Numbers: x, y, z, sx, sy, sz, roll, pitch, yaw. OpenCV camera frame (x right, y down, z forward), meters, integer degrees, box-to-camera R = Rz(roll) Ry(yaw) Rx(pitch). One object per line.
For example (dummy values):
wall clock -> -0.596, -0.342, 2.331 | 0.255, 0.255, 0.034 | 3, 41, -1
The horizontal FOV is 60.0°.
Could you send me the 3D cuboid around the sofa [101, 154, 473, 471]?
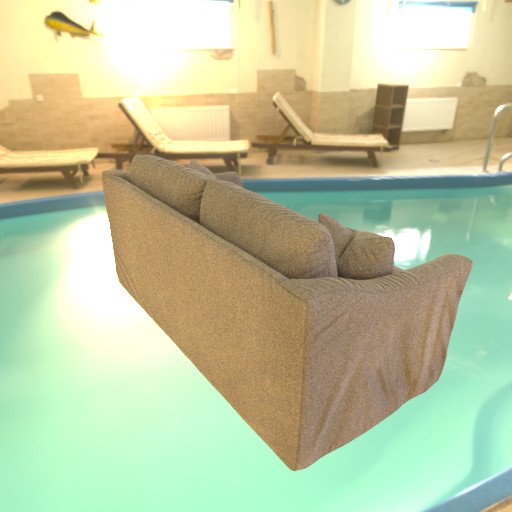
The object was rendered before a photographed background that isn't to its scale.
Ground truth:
sofa -> 0.000, 0.000, 2.567 | 1.072, 1.018, 2.010 | -17, 30, -32
